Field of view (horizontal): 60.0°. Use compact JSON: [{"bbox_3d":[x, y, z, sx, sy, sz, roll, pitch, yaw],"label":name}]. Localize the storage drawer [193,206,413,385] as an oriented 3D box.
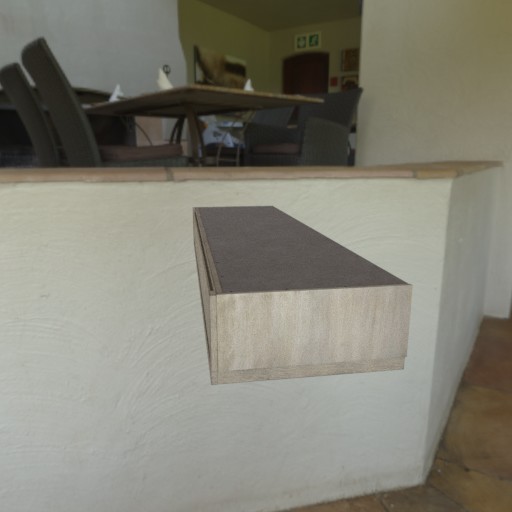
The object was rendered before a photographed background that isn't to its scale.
[{"bbox_3d":[0.000,0.000,2.272,0.591,0.274,2.072,-2,13,-9],"label":"storage drawer"}]
